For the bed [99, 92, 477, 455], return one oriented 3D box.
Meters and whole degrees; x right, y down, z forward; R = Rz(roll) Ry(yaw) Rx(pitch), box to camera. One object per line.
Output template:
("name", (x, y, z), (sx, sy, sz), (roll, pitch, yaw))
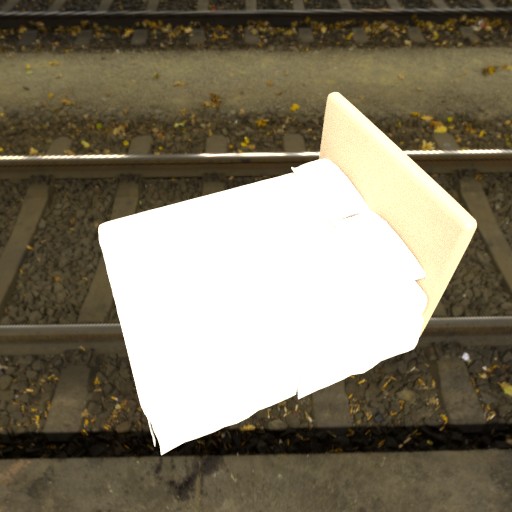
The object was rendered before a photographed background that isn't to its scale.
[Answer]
("bed", (0.000, 0.000, 3.224), (2.142, 1.330, 1.723), (-17, 50, -15))
